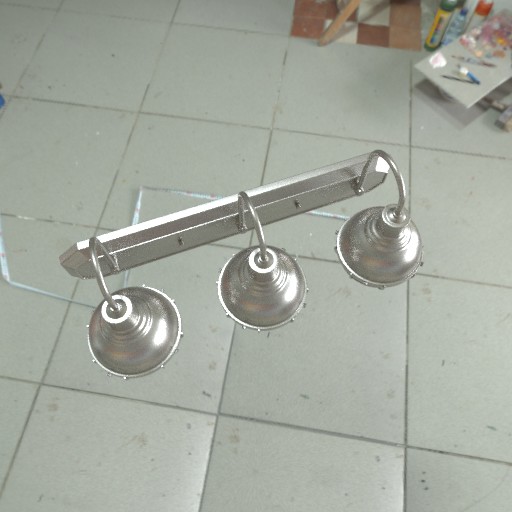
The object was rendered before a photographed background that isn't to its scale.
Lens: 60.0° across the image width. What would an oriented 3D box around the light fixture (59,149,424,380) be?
[{"bbox_3d":[0.000,0.000,0.761,0.634,0.254,0.229,-18,66,-9],"label":"light fixture"}]
